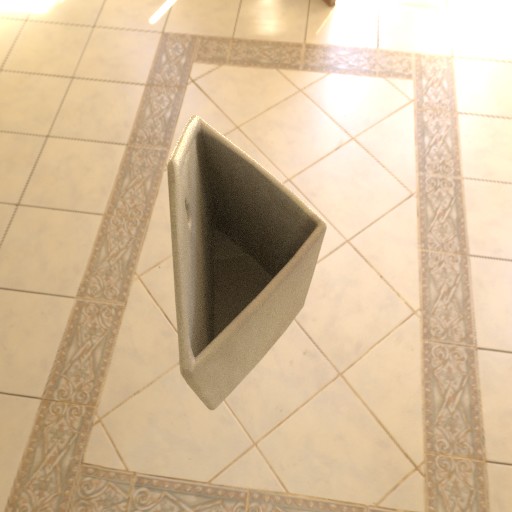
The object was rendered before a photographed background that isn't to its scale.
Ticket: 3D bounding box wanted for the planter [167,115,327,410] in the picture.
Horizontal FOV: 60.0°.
[{"bbox_3d":[0.000,0.000,0.280,0.080,0.194,0.163,-2,65,-1],"label":"planter"}]
